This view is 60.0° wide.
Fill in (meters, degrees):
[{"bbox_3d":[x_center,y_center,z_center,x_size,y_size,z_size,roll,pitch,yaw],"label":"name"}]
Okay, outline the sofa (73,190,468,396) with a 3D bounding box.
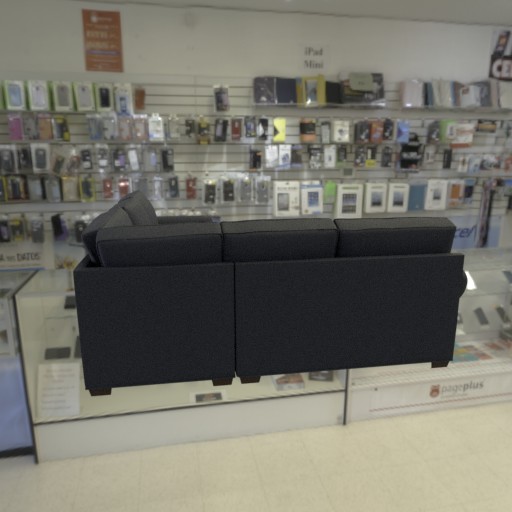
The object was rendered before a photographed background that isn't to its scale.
[{"bbox_3d":[0.000,0.000,3.944,2.487,1.042,2.562,-2,14,-9],"label":"sofa"}]
